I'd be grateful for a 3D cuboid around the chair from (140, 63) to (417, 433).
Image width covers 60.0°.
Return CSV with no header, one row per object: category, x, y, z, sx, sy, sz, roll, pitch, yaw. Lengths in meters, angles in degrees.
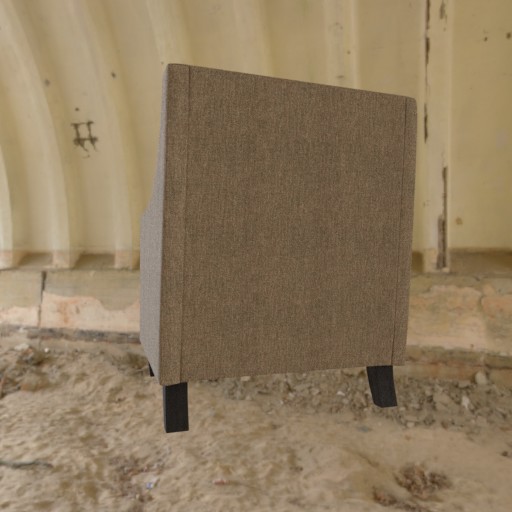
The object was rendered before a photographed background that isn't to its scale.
chair,0.000,0.000,1.625,0.776,0.967,0.884,0,-1,-18
